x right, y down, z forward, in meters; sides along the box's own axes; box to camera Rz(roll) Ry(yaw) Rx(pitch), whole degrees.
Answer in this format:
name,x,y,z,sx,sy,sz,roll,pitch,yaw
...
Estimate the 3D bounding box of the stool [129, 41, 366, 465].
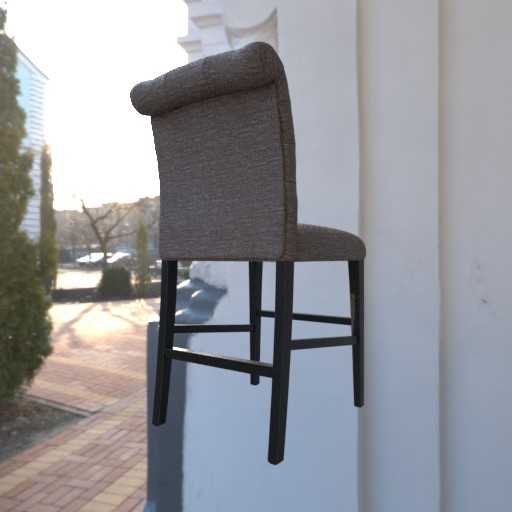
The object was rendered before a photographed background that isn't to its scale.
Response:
name,x,y,z,sx,sy,sz,roll,pitch,yaw
stool,0.000,0.000,1.322,0.457,0.970,0.611,0,0,36
